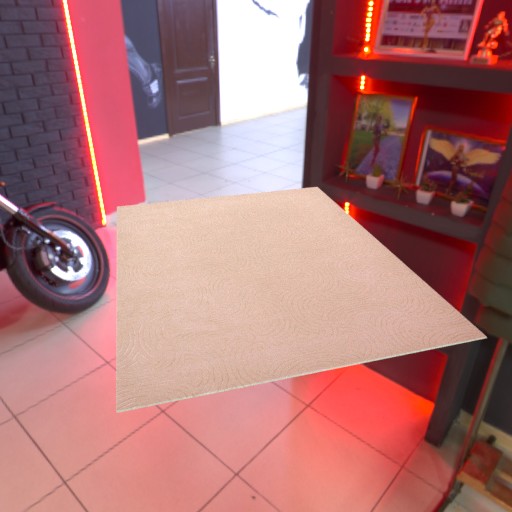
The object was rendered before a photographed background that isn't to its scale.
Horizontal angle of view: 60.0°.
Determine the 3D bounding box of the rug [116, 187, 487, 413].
[{"bbox_3d":[0.000,0.000,3.417,2.073,0.011,2.584,-8,30,-13],"label":"rug"}]
